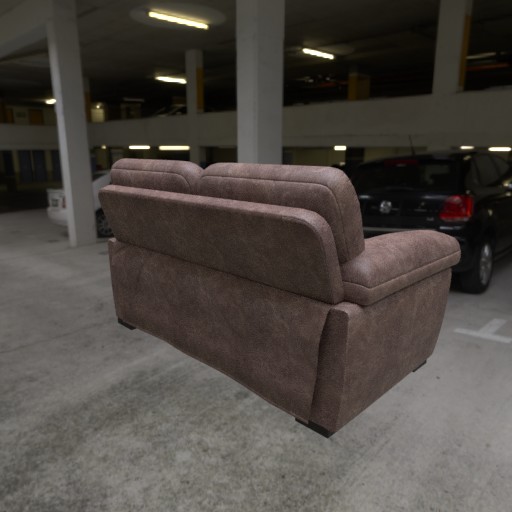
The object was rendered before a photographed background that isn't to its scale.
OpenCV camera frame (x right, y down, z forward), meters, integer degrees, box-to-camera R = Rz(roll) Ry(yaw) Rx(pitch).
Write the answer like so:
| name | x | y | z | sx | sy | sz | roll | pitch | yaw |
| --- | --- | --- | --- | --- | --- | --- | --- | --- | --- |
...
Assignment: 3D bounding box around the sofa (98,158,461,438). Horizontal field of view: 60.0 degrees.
| name | x | y | z | sx | sy | sz | roll | pitch | yaw |
| --- | --- | --- | --- | --- | --- | --- | --- | --- | --- |
| sofa | 0.000 | 0.000 | 2.338 | 1.753 | 0.991 | 0.991 | 14 | 19 | 43 |
